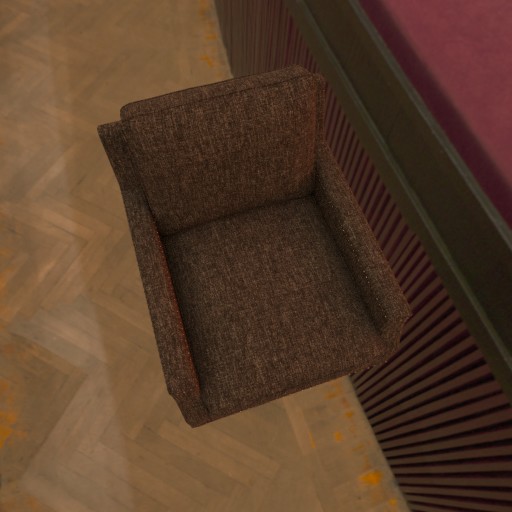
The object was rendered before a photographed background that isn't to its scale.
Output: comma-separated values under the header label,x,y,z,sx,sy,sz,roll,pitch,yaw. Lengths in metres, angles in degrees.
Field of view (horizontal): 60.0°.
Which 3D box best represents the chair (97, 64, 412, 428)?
label,x,y,z,sx,sy,sz,roll,pitch,yaw
chair,0.000,0.000,1.689,0.853,0.943,1.014,-16,65,-8
